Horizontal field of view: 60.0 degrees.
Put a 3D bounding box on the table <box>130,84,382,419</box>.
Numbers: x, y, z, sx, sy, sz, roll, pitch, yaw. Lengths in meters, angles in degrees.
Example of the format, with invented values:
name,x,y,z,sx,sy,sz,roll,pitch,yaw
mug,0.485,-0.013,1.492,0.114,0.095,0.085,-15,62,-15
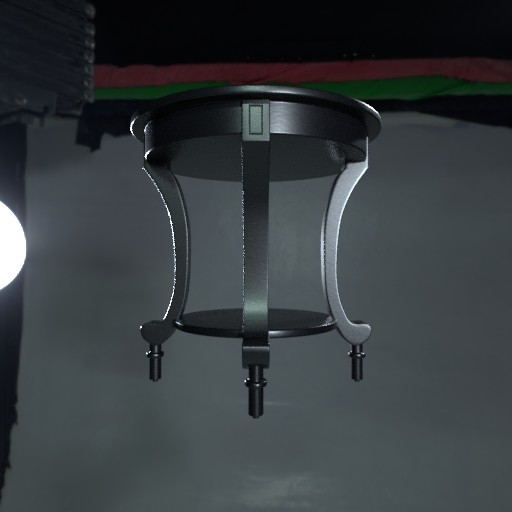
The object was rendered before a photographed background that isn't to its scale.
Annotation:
name,x,y,z,sx,sy,sz,roll,pitch,yaw
table,0.000,0.000,1.094,0.597,0.618,0.597,0,0,0
